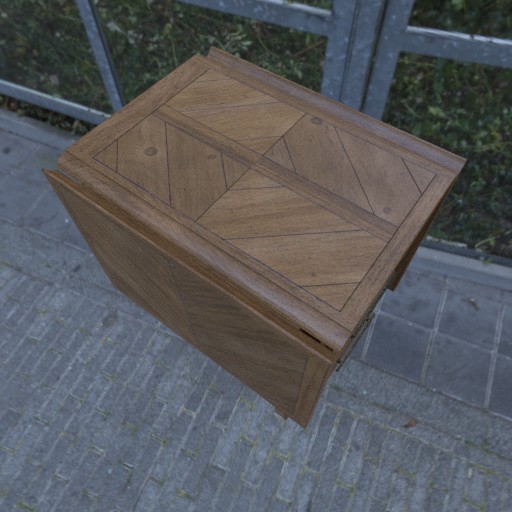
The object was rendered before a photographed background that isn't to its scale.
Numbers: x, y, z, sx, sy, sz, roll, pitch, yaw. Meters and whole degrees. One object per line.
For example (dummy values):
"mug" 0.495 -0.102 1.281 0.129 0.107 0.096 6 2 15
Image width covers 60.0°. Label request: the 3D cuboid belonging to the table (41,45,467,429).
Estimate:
"table" 0.000 0.000 1.303 0.746 0.763 0.591 32 62 19
